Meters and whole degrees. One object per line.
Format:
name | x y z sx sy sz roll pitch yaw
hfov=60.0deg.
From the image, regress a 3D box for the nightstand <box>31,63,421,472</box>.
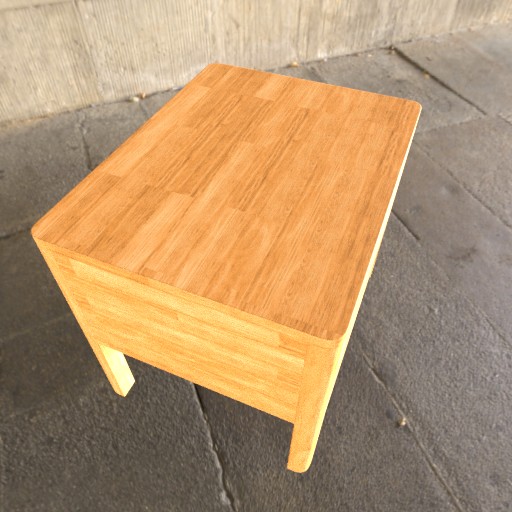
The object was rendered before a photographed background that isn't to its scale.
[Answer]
nightstand | 0.000 0.000 0.885 0.440 0.470 0.560 17 50 15
